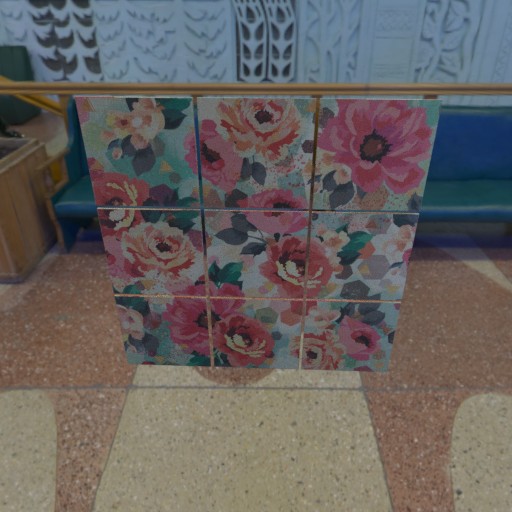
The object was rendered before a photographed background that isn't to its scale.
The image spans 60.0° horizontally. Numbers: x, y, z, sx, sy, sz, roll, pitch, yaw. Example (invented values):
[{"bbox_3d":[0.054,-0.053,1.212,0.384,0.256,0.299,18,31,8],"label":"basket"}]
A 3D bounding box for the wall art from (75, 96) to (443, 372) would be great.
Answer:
[{"bbox_3d":[0.000,0.000,2.222,1.521,1.519,0.013,1,31,2],"label":"wall art"}]
